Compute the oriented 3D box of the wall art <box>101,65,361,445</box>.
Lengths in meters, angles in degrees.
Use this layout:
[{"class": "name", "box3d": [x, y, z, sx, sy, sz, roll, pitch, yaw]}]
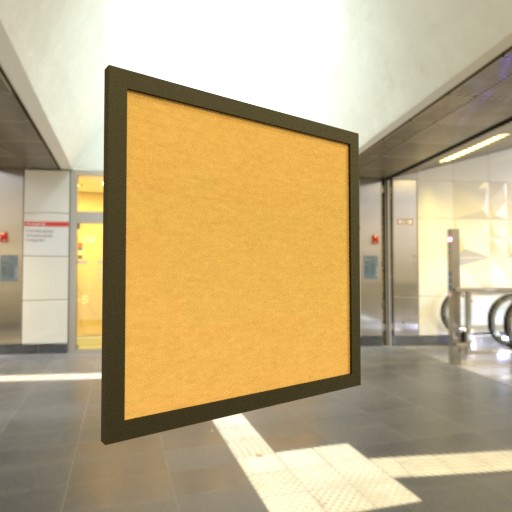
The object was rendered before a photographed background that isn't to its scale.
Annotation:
[{"class": "wall art", "box3d": [0.000, 0.000, 0.525, 0.356, 0.356, 0.013, 1, -2, -37]}]
